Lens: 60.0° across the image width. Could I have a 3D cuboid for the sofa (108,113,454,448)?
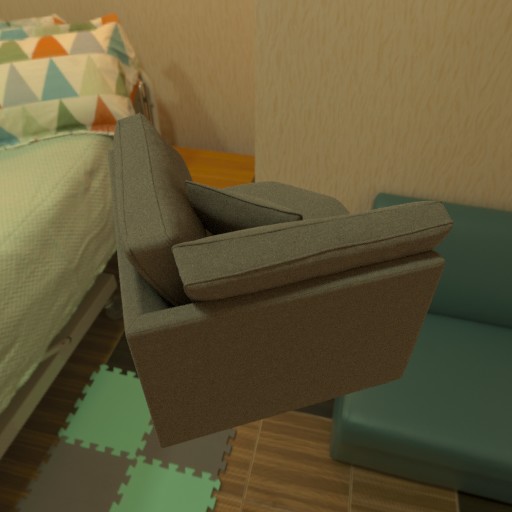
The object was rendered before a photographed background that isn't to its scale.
[{"bbox_3d":[0.000,0.000,1.875,1.050,0.951,1.042,-11,43,-12],"label":"sofa"}]
